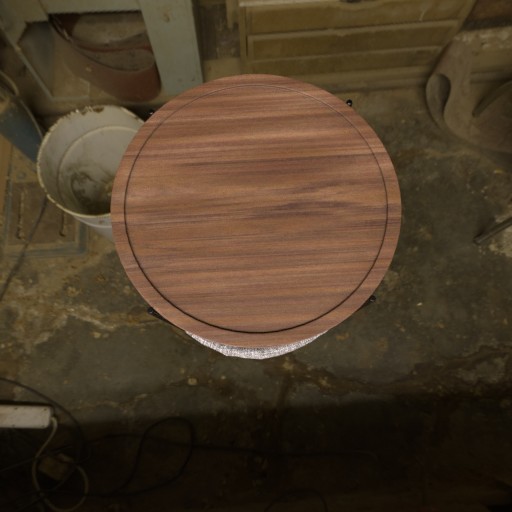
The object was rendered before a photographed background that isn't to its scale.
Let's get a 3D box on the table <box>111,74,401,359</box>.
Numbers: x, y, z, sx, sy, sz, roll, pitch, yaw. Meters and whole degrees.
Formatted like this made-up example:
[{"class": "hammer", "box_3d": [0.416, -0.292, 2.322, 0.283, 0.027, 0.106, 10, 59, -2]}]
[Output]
[{"class": "table", "box_3d": [0.000, 0.000, 0.891, 0.400, 0.623, 0.400, -3, 76, -1]}]
